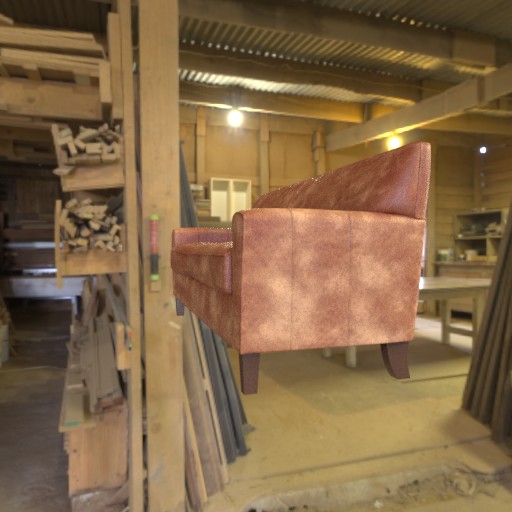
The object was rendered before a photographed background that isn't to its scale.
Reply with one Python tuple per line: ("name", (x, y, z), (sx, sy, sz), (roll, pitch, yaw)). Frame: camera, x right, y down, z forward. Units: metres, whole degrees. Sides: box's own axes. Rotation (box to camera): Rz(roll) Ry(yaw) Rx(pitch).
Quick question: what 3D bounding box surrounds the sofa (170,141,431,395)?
("sofa", (0.000, 0.000, 2.583), (0.805, 0.947, 2.053), (0, 1, -17))
